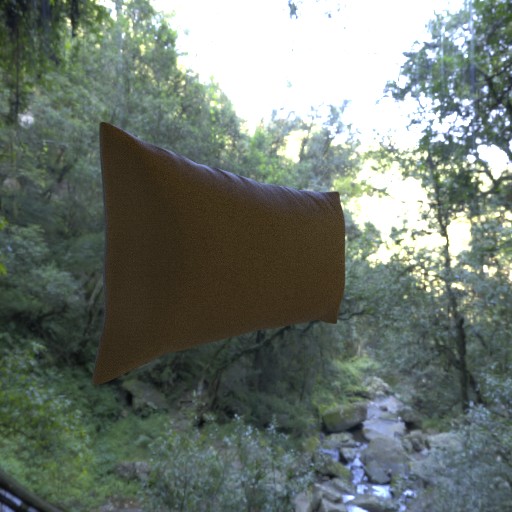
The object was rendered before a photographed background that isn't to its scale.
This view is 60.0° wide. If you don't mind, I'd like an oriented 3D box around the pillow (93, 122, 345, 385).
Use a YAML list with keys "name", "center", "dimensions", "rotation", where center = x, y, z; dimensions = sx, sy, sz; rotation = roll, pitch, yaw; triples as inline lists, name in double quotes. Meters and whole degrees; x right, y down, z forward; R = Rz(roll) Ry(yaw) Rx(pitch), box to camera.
- name: "pillow"
  center: [0.000, 0.000, 0.734]
  dimensions: [0.151, 0.291, 0.608]
  rotation: [-1, -1, 36]
